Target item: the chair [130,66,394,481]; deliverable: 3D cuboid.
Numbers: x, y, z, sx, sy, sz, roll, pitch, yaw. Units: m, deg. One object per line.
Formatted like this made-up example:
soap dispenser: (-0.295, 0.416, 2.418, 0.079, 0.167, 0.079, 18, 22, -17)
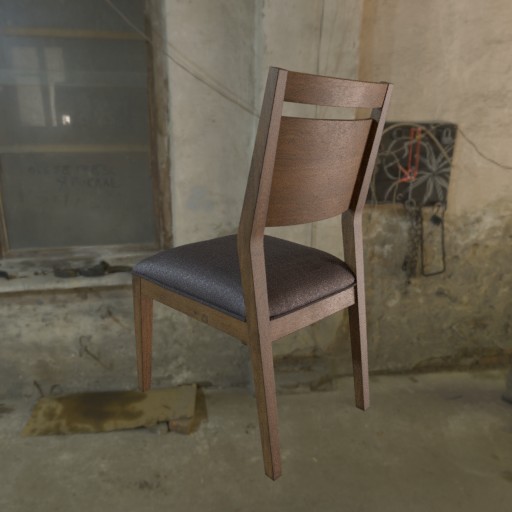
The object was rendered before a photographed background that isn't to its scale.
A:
chair: (0.000, 0.000, 1.287, 0.501, 0.939, 0.610, -15, 22, -42)
